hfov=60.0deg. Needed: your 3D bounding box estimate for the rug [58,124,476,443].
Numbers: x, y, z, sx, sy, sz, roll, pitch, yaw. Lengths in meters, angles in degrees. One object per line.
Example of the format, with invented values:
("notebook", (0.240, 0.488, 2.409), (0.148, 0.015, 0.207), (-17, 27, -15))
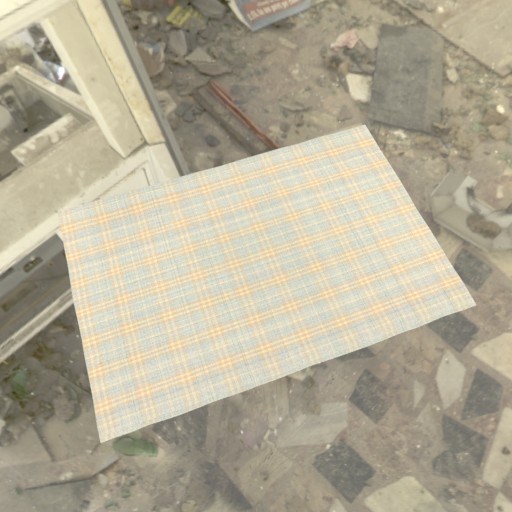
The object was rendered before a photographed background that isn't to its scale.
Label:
("rug", (0.000, 0.000, 2.261), (1.835, 0.012, 1.231), (-18, 65, -9))
